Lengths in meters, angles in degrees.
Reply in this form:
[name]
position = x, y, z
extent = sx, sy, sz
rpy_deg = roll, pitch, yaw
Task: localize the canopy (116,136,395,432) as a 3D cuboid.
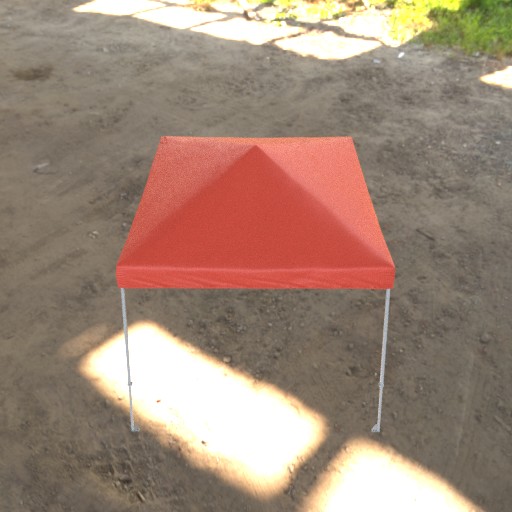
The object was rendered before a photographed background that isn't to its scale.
[canopy]
position = 0.000, 0.000, 5.190
extent = 2.849, 2.850, 2.850
rpy_deg = 0, 42, 0
